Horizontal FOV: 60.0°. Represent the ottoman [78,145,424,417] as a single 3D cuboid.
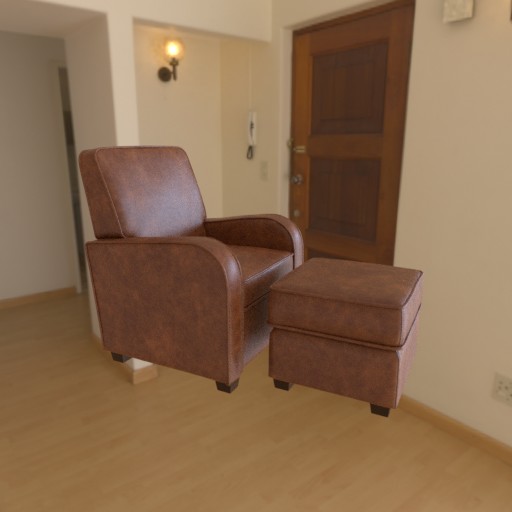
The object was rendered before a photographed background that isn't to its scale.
[{"bbox_3d":[0.000,0.000,1.873,1.314,0.904,0.732,7,16,26],"label":"ottoman"}]
